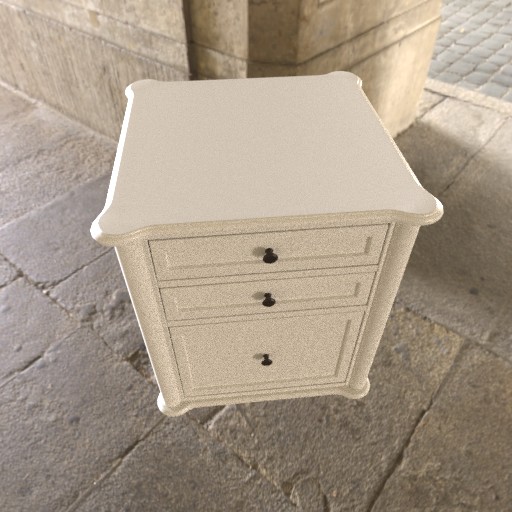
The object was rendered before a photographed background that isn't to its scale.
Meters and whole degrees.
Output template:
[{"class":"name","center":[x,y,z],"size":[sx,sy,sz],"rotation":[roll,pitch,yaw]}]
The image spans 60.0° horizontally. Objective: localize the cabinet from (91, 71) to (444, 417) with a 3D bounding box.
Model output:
[{"class":"cabinet","center":[0.000,0.000,1.237],"size":[0.628,0.761,0.627],"rotation":[-4,45,-4]}]
